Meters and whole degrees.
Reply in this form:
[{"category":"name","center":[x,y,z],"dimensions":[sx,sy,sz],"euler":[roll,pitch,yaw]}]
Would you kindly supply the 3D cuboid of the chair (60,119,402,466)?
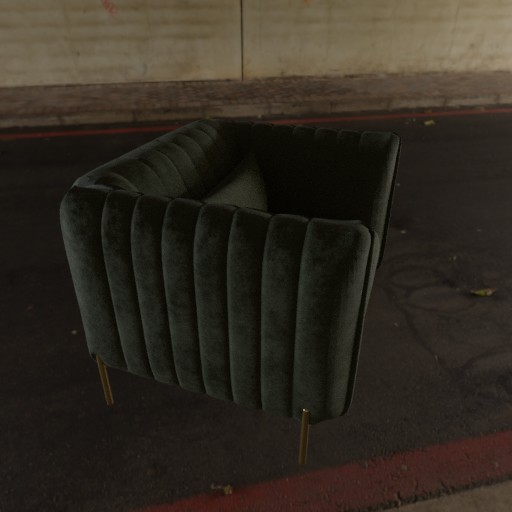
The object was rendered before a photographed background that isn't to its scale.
[{"category":"chair","center":[0.000,0.000,1.639],"dimensions":[0.877,0.794,1.032],"euler":[10,31,17]}]
